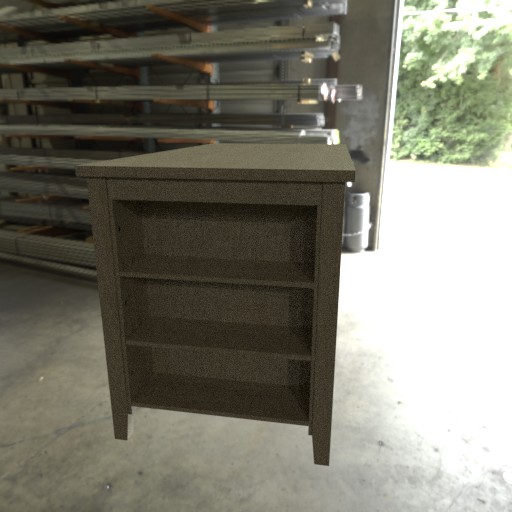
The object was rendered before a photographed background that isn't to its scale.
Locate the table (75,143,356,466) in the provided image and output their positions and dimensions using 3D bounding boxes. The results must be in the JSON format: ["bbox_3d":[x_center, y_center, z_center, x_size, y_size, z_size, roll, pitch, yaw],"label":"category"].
[{"bbox_3d":[0.000,0.000,1.899,0.729,0.874,1.397,3,17,10],"label":"table"}]
